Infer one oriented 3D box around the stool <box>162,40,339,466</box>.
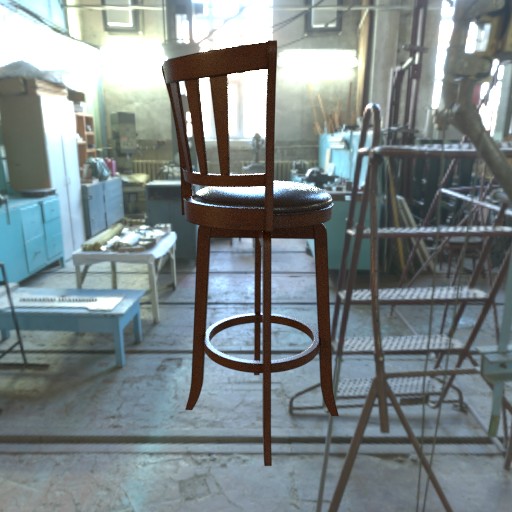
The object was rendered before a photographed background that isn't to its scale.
[{"bbox_3d":[0.000,0.000,1.435,0.503,1.177,0.464,-15,21,-43],"label":"stool"}]
